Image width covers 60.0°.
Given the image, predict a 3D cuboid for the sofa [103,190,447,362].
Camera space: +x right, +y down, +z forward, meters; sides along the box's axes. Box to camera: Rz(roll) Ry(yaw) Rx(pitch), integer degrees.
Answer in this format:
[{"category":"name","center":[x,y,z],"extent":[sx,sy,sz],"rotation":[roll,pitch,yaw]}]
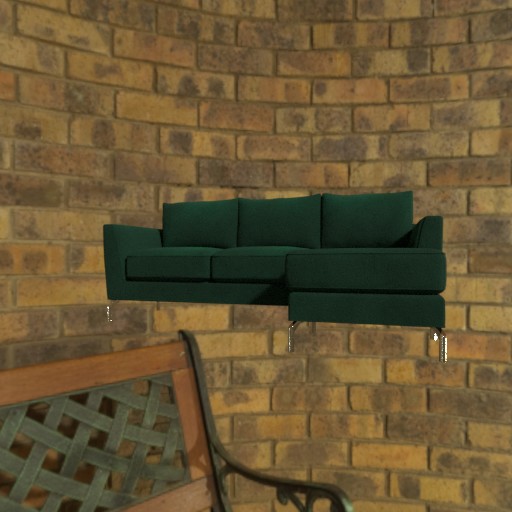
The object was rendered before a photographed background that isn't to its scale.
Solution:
[{"category":"sofa","center":[0.000,0.000,3.138],"extent":[2.441,1.007,1.489],"rotation":[0,0,18]}]
